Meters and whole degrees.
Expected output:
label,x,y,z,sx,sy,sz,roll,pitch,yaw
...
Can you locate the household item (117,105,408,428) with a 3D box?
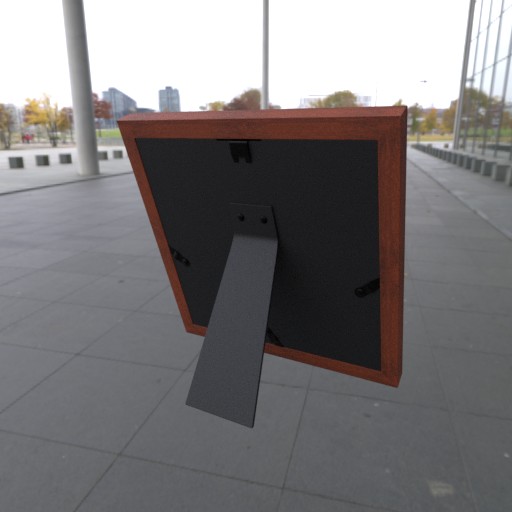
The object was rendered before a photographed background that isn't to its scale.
label,x,y,z,sx,sy,sz,roll,pitch,yaw
household item,0.000,0.000,0.385,0.240,0.240,0.131,9,18,28
